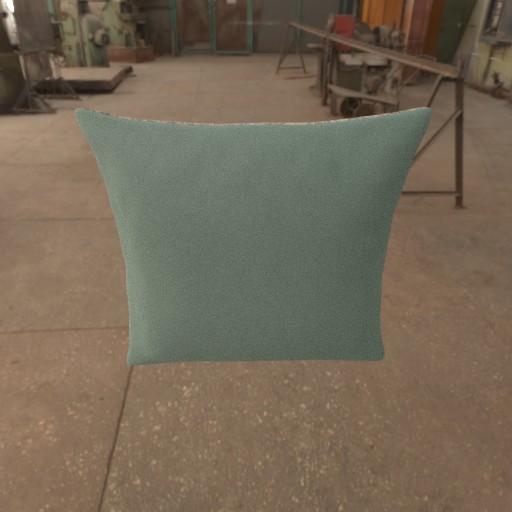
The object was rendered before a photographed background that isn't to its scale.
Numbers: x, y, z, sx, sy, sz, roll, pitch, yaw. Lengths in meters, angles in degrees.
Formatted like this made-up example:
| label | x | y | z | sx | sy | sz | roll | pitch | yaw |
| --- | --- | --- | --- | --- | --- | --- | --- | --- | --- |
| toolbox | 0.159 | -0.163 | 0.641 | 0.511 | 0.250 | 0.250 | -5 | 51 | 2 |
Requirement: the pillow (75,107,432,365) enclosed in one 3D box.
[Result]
| label | x | y | z | sx | sy | sz | roll | pitch | yaw |
| --- | --- | --- | --- | --- | --- | --- | --- | --- | --- |
| pillow | 0.000 | 0.000 | 0.779 | 0.526 | 0.507 | 0.166 | -1 | 30 | -1 |
